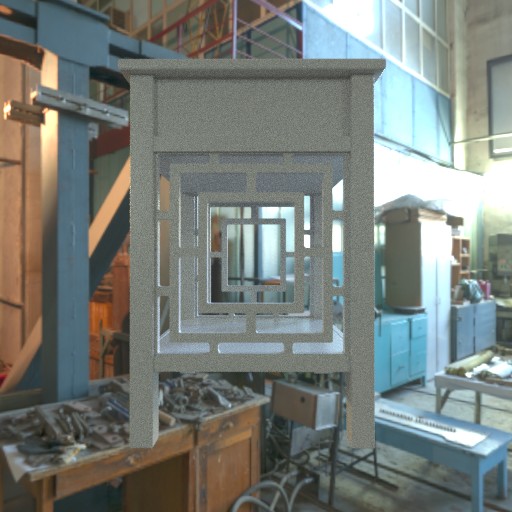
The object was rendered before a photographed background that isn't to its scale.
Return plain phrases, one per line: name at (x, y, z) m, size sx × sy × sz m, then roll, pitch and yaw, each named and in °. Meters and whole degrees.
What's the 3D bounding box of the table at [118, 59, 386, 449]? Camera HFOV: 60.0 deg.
table at (0.000, 0.000, 1.007) m, size 0.451 × 0.646 × 0.564 m, roll 0°, pitch 0°, yaw 0°
